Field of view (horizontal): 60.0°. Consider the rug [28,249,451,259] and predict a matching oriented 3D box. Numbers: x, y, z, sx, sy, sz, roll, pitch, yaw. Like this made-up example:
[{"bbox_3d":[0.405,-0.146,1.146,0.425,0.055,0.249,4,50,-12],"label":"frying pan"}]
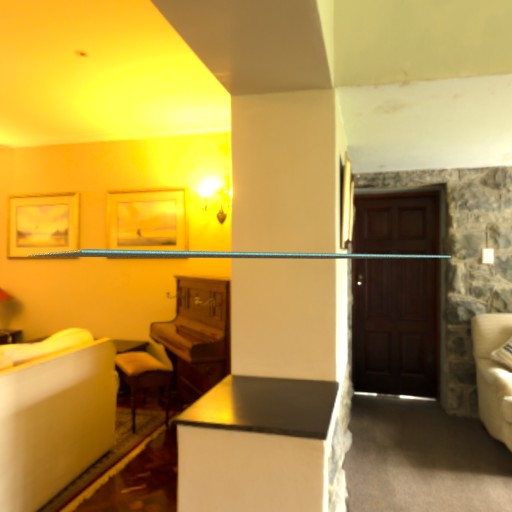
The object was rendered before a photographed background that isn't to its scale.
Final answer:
[{"bbox_3d":[0.000,0.000,1.411,1.219,0.007,0.604,1,-1,-36],"label":"rug"}]
